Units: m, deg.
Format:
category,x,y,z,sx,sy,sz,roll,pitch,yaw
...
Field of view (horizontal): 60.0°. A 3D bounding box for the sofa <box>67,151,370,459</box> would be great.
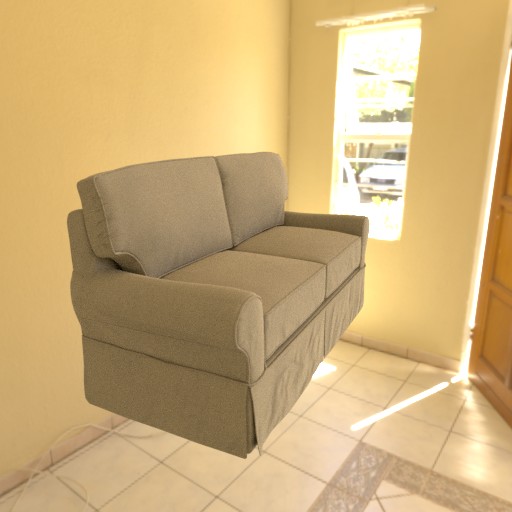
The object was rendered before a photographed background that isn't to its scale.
category,x,y,z,sx,sy,sz,roll,pitch,yaw
sofa,0.000,0.000,2.337,0.841,1.024,1.823,8,17,26
